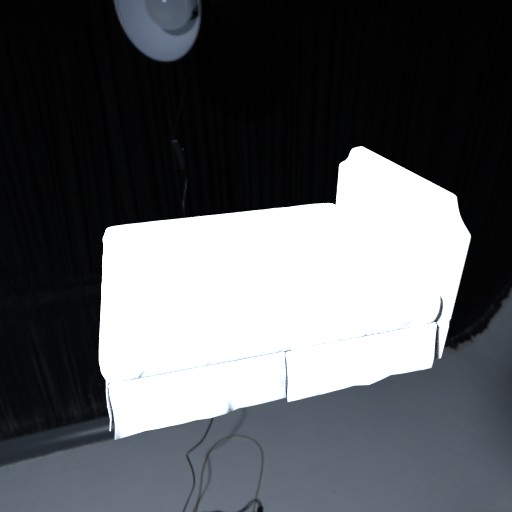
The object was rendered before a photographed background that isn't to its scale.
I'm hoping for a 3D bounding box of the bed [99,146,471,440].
[{"bbox_3d":[0.000,0.000,3.612,2.498,1.293,1.977,-8,29,-14],"label":"bed"}]
